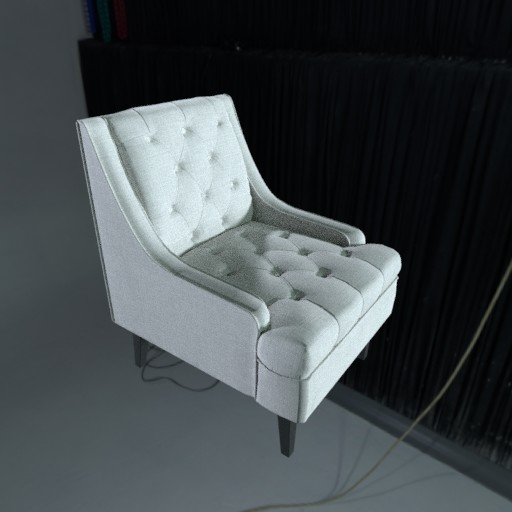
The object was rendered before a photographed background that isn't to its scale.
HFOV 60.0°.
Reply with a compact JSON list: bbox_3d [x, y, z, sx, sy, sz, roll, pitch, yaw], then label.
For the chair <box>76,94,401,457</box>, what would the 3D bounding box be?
[{"bbox_3d":[0.000,0.000,1.435,0.772,0.891,0.658,19,33,31],"label":"chair"}]
